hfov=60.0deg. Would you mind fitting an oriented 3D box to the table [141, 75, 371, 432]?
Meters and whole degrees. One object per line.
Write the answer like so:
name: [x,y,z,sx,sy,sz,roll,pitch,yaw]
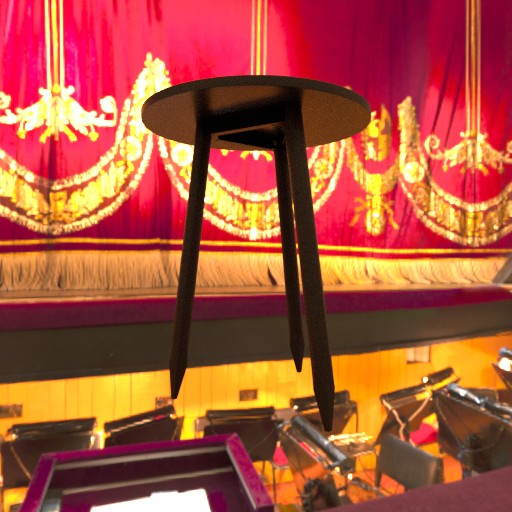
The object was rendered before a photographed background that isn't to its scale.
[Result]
table: [0.000,0.000,0.914,0.457,0.585,0.457,0,1,0]
